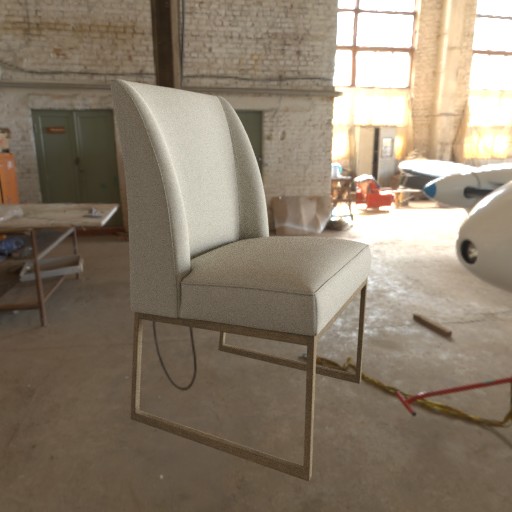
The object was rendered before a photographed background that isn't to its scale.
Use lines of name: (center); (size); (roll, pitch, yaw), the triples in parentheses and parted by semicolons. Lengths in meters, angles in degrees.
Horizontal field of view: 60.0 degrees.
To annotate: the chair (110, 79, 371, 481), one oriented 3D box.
chair: (0.000, 0.000, 1.183); (0.522, 0.863, 0.508); (7, 16, 26)
